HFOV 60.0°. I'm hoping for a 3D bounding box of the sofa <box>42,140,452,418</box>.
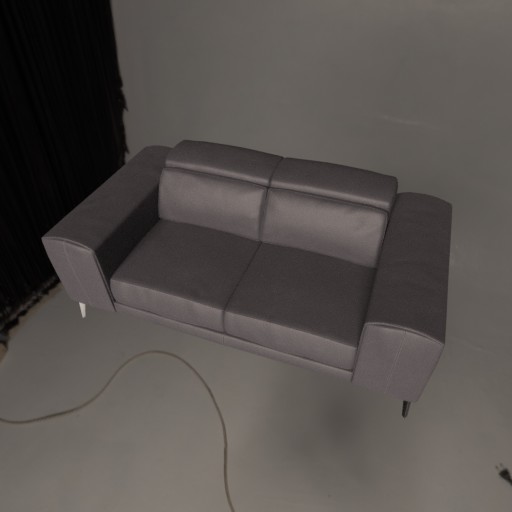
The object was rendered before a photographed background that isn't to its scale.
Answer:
[{"bbox_3d":[0.000,0.000,2.398,1.895,0.779,1.003,14,43,15],"label":"sofa"}]
